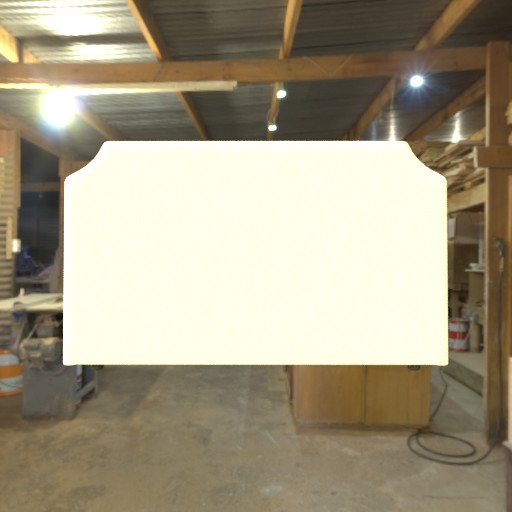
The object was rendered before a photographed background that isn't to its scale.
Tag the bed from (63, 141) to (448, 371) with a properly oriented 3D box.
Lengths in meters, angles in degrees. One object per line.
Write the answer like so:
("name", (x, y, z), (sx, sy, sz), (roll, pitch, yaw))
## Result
("bed", (0.000, 0.000, 3.555), (2.160, 1.301, 2.204), (0, 0, 0))
